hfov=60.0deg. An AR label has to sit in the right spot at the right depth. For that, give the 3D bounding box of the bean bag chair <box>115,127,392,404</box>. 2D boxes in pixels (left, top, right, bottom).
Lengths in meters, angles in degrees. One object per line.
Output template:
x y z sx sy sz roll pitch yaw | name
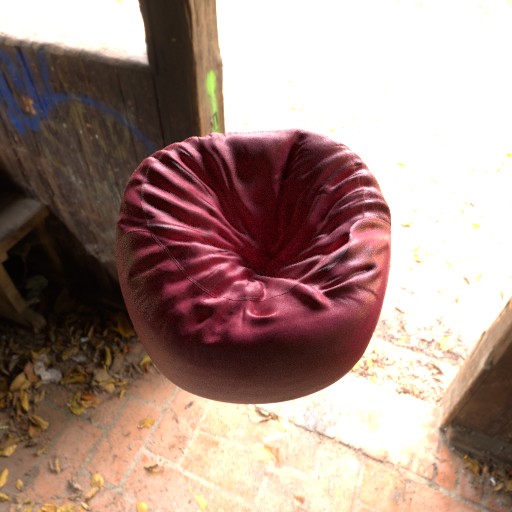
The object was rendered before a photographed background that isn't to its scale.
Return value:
0.000 0.000 2.453 1.524 0.878 1.524 -3 47 -3 | bean bag chair
